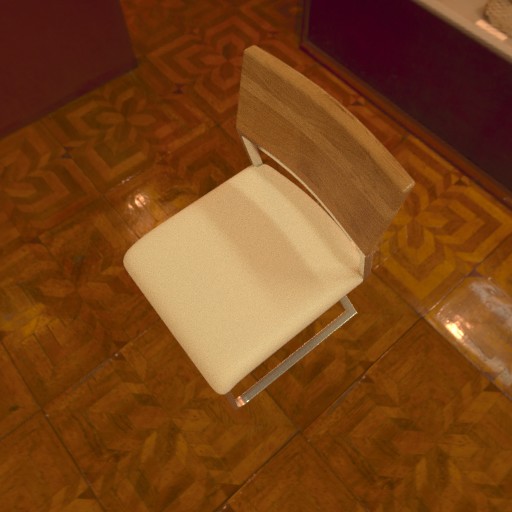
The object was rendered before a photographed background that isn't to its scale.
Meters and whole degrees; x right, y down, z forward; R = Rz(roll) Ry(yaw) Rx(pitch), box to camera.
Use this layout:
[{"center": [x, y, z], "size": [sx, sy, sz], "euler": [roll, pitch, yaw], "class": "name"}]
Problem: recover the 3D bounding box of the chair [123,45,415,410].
[{"center": [0.000, 0.000, 1.186], "size": [0.585, 0.844, 0.467], "euler": [-35, 68, -16], "class": "chair"}]
